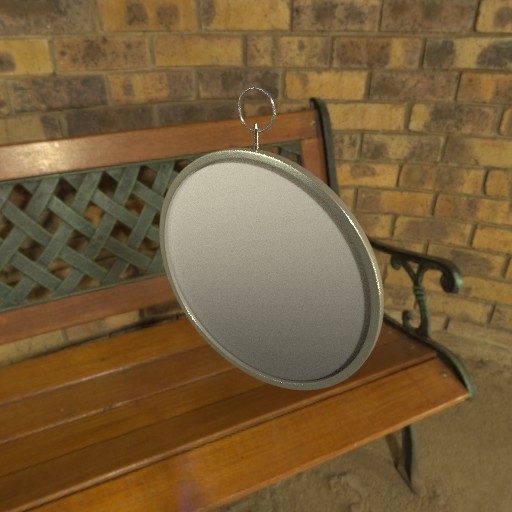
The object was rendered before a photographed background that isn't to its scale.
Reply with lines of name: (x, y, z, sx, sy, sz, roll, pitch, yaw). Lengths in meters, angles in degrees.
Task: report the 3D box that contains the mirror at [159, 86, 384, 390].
mirror: (0.000, 0.000, 0.988, 0.594, 0.713, 0.020, 18, 34, 30)
